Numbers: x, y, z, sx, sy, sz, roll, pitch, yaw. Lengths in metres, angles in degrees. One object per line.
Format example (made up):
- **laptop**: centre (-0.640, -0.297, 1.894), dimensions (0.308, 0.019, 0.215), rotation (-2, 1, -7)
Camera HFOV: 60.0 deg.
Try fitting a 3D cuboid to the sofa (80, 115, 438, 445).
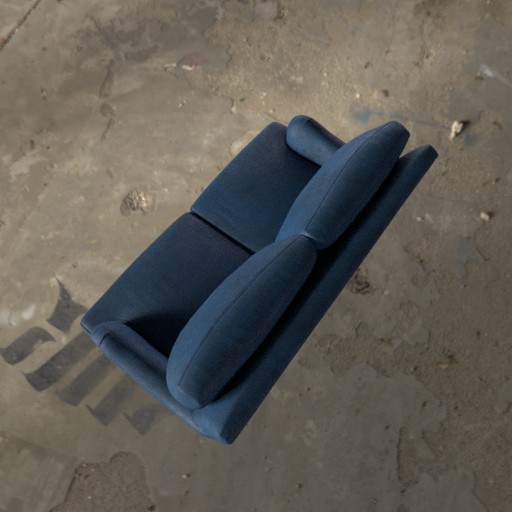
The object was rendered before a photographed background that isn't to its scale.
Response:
- **sofa**: centre (0.000, 0.000, 2.540), dimensions (1.084, 1.101, 1.853), rotation (34, 68, 16)
